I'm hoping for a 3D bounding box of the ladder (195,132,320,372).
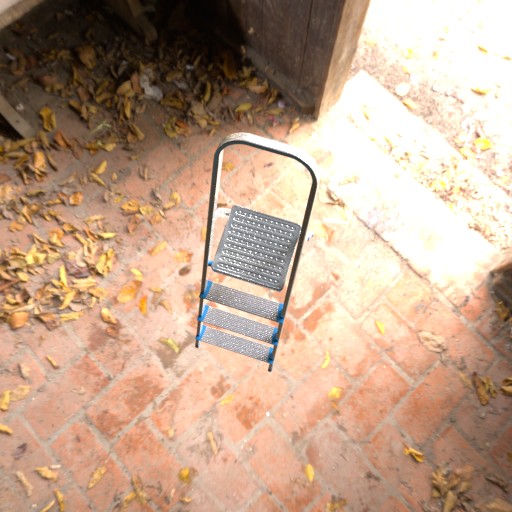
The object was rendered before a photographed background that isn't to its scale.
[{"bbox_3d":[0.000,0.000,1.835,0.445,1.434,0.842,17,76,4],"label":"ladder"}]
